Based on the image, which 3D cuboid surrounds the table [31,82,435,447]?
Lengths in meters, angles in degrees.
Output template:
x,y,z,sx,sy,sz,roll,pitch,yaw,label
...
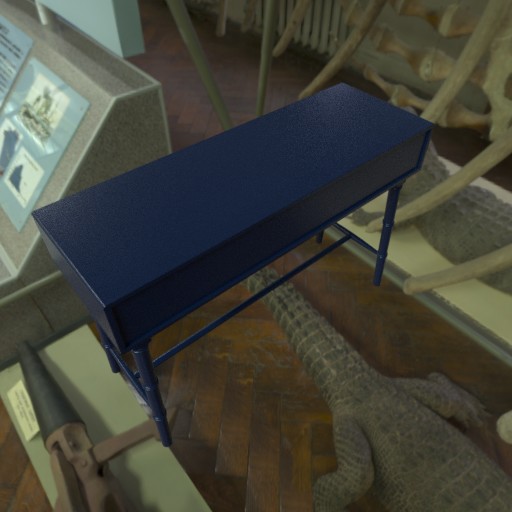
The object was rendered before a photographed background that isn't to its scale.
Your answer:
x,y,z,sx,sy,sz,roll,pitch,yaw,label
0.000,0.000,1.489,1.118,0.749,0.399,-31,53,-27,table
